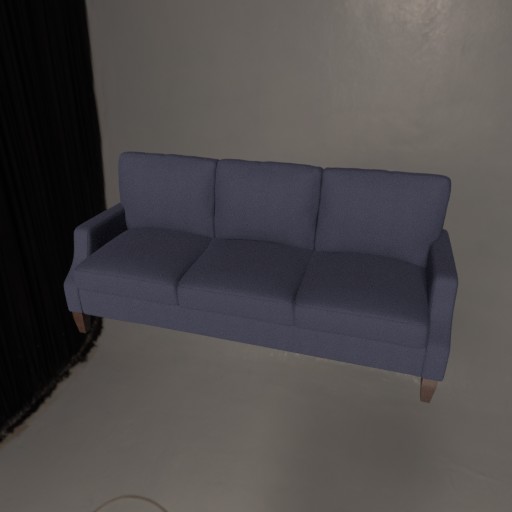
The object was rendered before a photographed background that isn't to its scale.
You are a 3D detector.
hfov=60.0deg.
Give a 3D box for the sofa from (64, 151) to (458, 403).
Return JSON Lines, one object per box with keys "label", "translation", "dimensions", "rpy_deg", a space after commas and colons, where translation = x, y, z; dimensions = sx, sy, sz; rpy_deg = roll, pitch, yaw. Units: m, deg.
{"label": "sofa", "translation": [0.000, 0.000, 2.587], "dimensions": [2.115, 0.984, 0.888], "rpy_deg": [8, 27, 15]}
